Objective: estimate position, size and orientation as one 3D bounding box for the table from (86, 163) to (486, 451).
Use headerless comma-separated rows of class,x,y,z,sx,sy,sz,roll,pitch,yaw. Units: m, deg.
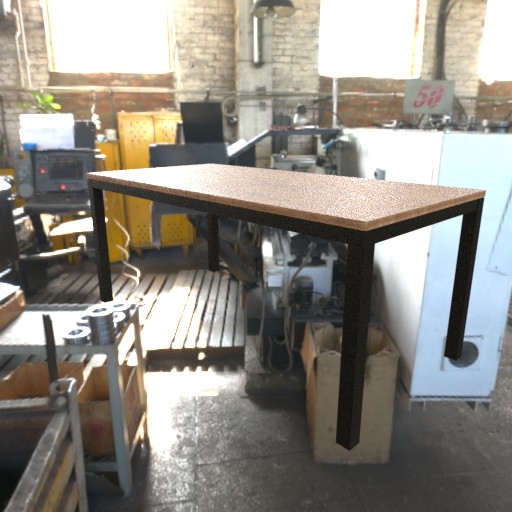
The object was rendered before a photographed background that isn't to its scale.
table,0.000,0.000,2.260,0.893,0.767,1.805,-15,22,-42
